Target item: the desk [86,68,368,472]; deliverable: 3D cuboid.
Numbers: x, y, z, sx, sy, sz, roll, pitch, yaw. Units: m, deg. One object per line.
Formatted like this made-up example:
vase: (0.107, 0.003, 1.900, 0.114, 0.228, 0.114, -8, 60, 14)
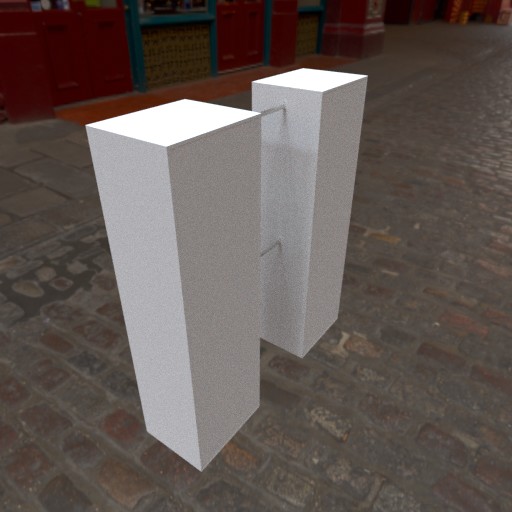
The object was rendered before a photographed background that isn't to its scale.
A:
desk: (0.000, 0.000, 2.873, 0.480, 2.000, 1.770, 21, 37, 30)
